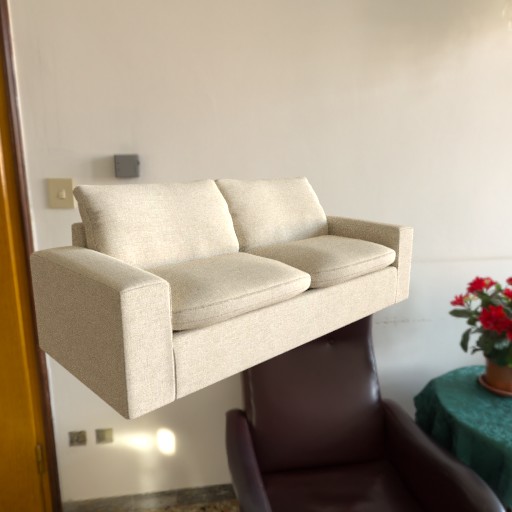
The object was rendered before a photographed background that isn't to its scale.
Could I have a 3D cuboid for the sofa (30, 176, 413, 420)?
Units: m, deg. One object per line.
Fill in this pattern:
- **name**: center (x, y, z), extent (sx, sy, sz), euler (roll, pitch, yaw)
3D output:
- **sofa**: center (0.000, 0.000, 2.753), extent (2.299, 0.922, 1.040), euler (-12, 17, -43)
